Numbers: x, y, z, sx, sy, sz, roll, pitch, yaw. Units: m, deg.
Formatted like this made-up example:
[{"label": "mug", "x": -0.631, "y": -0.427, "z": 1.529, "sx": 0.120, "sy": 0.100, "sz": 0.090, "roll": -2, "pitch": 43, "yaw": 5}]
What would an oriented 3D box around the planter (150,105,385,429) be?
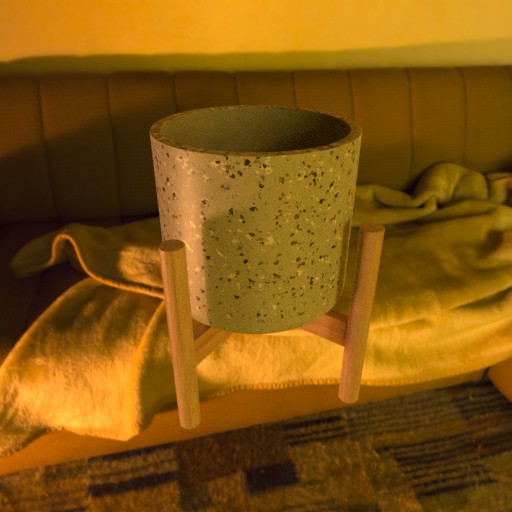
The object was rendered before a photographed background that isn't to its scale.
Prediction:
[{"label": "planter", "x": 0.000, "y": 0.000, "z": 0.552, "sx": 0.284, "sy": 0.320, "sz": 0.284, "roll": -18, "pitch": 34, "yaw": -29}]
